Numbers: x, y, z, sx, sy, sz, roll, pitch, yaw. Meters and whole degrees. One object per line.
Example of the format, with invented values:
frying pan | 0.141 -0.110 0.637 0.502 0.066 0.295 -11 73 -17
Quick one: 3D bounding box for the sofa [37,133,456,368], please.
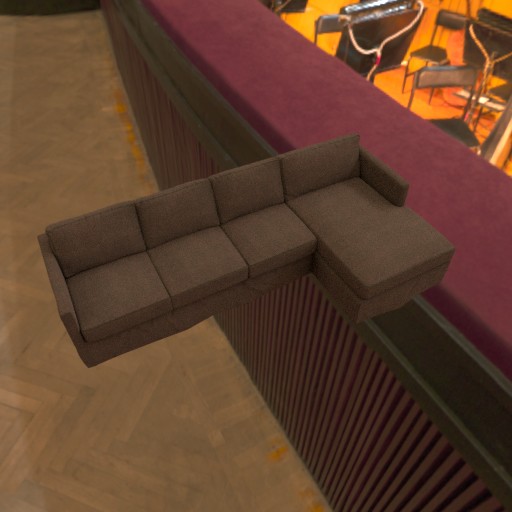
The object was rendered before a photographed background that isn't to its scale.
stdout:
sofa | 0.000 0.000 3.834 3.205 0.922 1.650 -21 50 -19
